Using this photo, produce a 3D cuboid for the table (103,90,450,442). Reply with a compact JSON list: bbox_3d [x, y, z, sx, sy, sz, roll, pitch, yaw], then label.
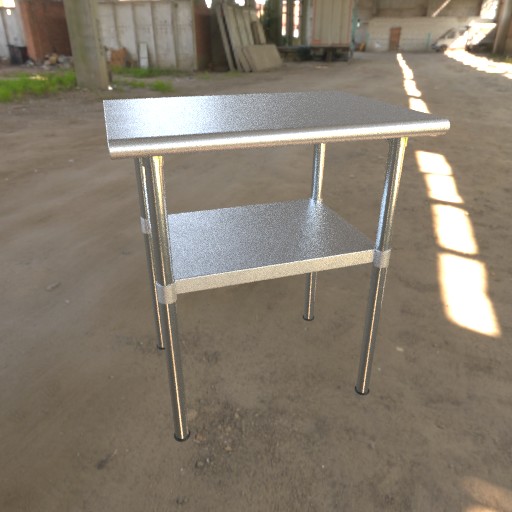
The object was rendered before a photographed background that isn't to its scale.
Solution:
[{"bbox_3d":[0.000,0.000,1.367,0.762,0.876,0.584,-8,28,-16],"label":"table"}]
